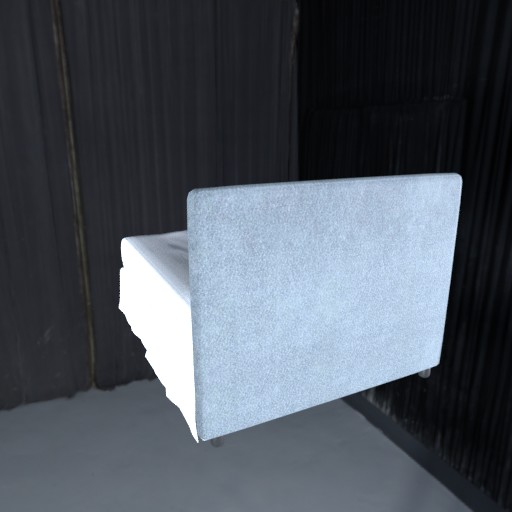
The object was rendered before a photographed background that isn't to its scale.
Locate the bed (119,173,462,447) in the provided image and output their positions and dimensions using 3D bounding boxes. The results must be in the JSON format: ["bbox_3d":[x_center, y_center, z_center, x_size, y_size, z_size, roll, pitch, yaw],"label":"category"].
[{"bbox_3d":[0.000,0.000,3.283,1.713,1.330,2.142,-8,18,-26],"label":"bed"}]
